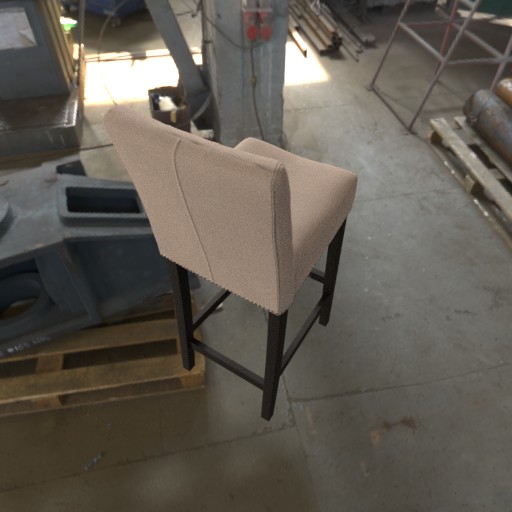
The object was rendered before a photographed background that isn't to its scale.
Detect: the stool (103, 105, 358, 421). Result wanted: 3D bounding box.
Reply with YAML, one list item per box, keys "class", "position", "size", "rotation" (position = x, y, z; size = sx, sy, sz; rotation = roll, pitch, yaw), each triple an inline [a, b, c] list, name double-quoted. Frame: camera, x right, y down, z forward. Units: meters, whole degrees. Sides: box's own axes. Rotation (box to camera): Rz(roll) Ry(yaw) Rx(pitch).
- class: "stool"
  position: [0.000, 0.000, 1.318]
  size: [0.411, 1.047, 0.548]
  rotation: [25, 51, 22]
